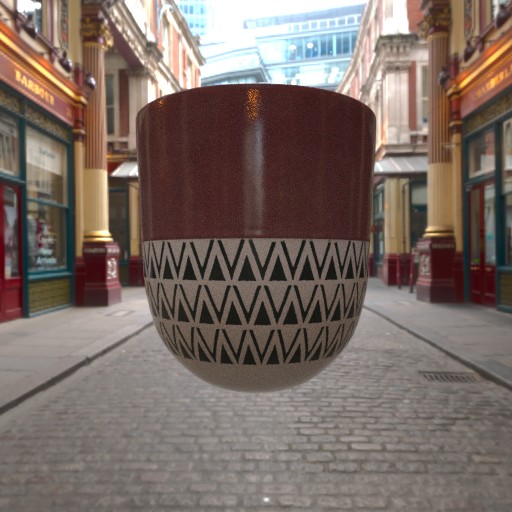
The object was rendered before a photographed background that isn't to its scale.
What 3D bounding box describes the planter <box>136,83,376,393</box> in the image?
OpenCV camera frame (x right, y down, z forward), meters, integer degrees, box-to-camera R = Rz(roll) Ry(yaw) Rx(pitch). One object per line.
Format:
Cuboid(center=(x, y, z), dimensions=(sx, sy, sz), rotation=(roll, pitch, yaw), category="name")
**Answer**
Cuboid(center=(0.000, 0.000, 0.371), dimensions=(0.195, 0.214, 0.195), rotation=(0, 0, 0), category="planter")
